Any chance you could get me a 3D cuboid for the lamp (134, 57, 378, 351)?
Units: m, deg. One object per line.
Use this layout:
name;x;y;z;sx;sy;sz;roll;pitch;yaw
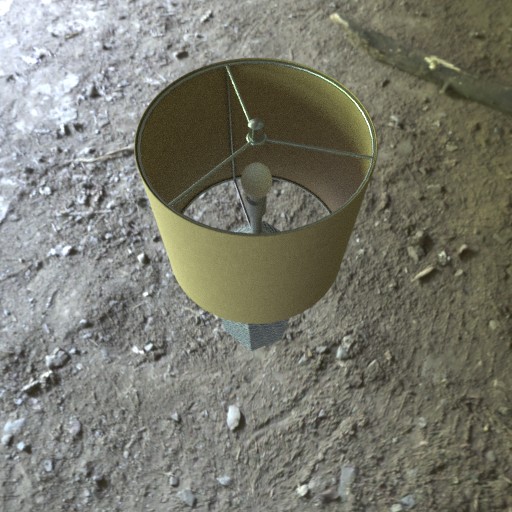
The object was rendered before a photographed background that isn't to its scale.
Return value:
lamp;0.000;0.000;0.864;0.320;0.682;0.320;-15;61;-8
